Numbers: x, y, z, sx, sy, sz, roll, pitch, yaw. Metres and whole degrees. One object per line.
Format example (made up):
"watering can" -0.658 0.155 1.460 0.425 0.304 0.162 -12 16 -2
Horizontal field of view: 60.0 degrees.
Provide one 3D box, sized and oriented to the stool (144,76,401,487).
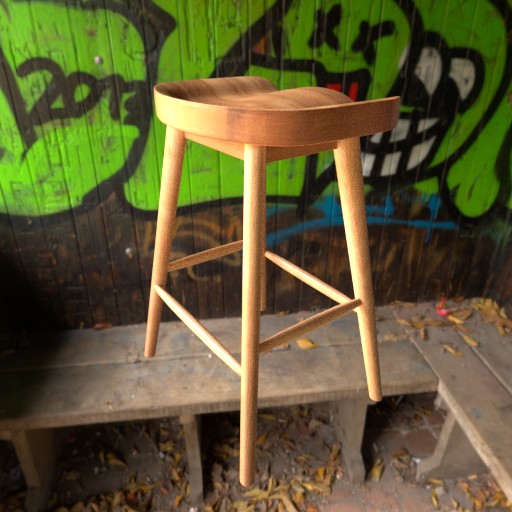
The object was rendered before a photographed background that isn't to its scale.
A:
"stool" 0.000 0.000 0.870 0.361 0.615 0.440 -18 33 -31
